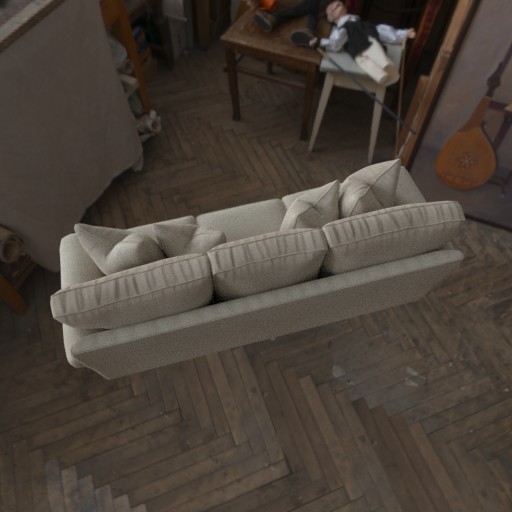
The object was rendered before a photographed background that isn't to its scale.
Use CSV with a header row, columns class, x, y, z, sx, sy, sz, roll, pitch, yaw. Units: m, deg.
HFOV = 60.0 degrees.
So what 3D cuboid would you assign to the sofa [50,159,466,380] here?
class,x,y,z,sx,sy,sz,roll,pitch,yaw
sofa,0.000,0.000,2.777,2.312,0.975,0.965,-13,59,-8
